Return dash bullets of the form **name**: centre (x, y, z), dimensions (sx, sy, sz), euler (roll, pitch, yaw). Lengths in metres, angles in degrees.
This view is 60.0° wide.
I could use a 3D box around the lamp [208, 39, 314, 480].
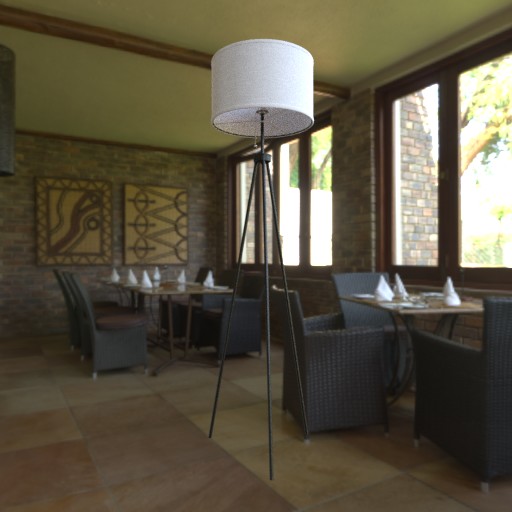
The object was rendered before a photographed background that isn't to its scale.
- **lamp**: centre (0.000, 0.000, 1.777), dimensions (0.458, 1.545, 0.448), euler (0, 0, 19)
